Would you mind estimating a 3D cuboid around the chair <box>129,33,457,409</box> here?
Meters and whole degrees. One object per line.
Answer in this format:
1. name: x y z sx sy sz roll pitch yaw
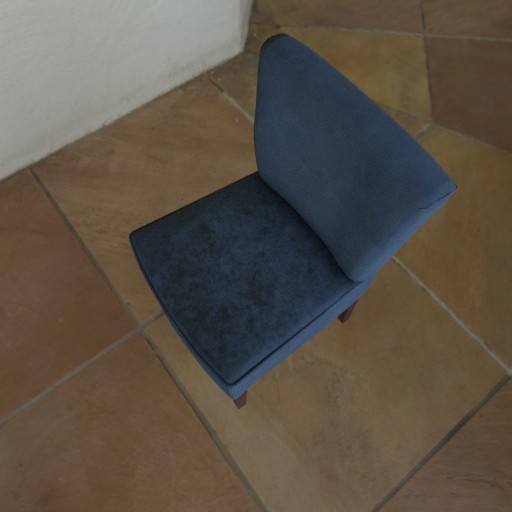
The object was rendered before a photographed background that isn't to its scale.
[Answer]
1. chair: 0.000 0.000 1.165 0.551 0.806 0.521 -32 67 -15
